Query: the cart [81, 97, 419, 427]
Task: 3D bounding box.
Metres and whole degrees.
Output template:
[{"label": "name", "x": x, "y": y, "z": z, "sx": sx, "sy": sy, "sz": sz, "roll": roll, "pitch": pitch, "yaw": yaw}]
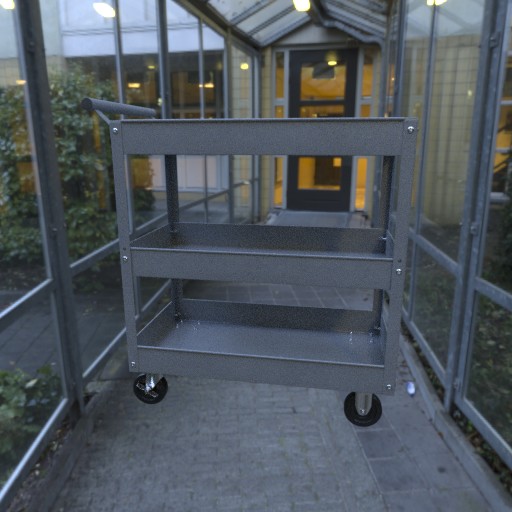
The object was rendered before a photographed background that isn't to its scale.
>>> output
[{"label": "cart", "x": 0.000, "y": 0.000, "z": 1.185, "sx": 0.719, "sy": 0.780, "sz": 0.366, "roll": 3, "pitch": 15, "yaw": 10}]
